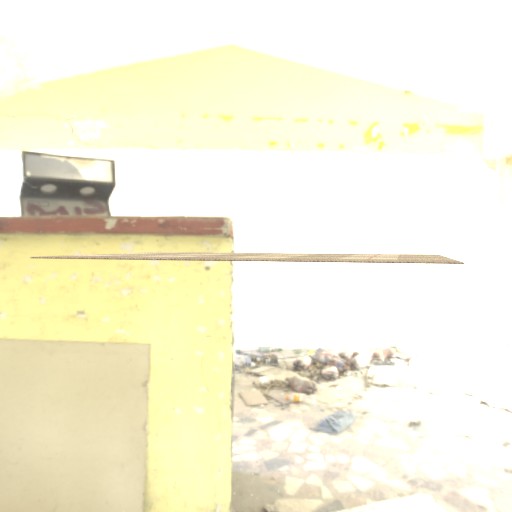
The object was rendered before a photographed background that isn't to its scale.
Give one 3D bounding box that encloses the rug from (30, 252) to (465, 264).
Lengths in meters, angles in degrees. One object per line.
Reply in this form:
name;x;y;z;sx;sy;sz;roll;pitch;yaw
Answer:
rug;0.000;0.000;3.080;2.464;0.010;1.549;1;2;18
